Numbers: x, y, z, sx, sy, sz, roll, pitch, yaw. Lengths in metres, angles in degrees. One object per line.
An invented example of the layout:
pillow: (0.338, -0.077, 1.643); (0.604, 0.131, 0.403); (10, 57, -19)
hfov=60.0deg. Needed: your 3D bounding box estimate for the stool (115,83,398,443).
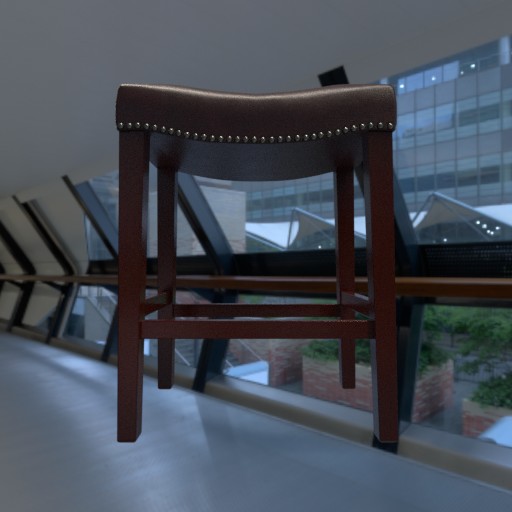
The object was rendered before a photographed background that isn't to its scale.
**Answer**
stool: (0.000, 0.000, 0.959); (0.504, 0.657, 0.372); (0, -1, 0)
